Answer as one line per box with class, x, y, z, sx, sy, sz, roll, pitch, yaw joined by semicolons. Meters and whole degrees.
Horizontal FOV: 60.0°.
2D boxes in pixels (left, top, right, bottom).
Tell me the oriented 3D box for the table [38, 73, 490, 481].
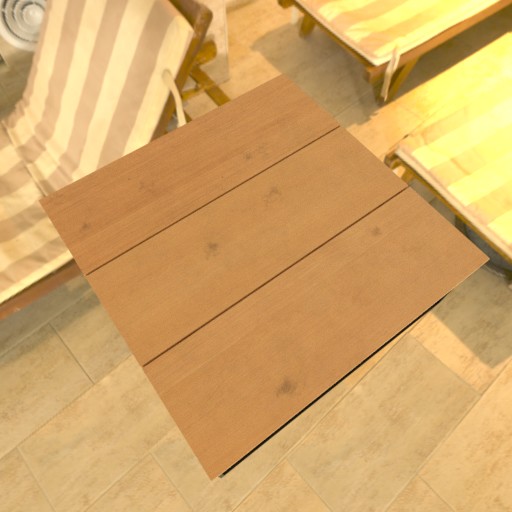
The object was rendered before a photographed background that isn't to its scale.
table;0.000;0.000;1.687;1.100;0.400;1.100;-33;67;-16
